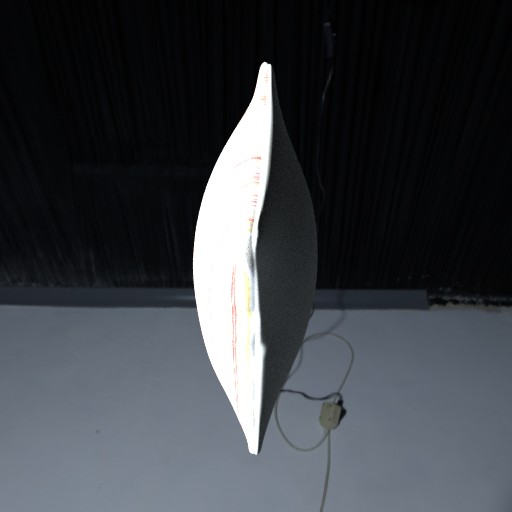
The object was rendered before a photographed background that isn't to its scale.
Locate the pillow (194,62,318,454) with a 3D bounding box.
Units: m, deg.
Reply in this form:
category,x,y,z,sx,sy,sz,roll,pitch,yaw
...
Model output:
category,x,y,z,sx,sy,sz,roll,pitch,yaw
pillow,0.000,0.000,0.699,0.191,0.449,0.451,2,41,2
